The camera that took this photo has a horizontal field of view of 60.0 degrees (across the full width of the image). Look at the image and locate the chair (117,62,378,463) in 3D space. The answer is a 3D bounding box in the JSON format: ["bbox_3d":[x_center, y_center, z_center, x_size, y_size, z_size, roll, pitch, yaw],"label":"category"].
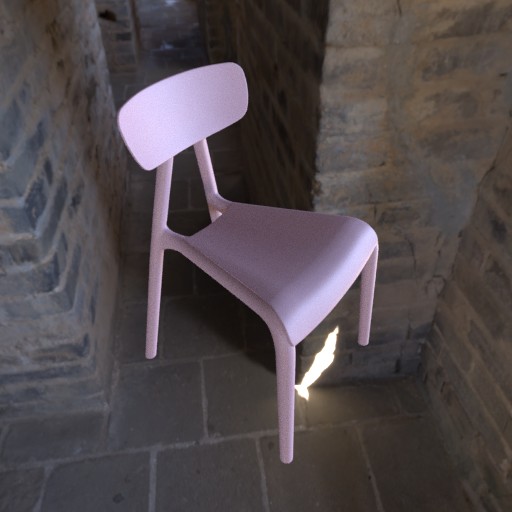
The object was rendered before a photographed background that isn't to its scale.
[{"bbox_3d":[0.000,0.000,0.828,0.401,0.580,0.356,25,47,26],"label":"chair"}]
